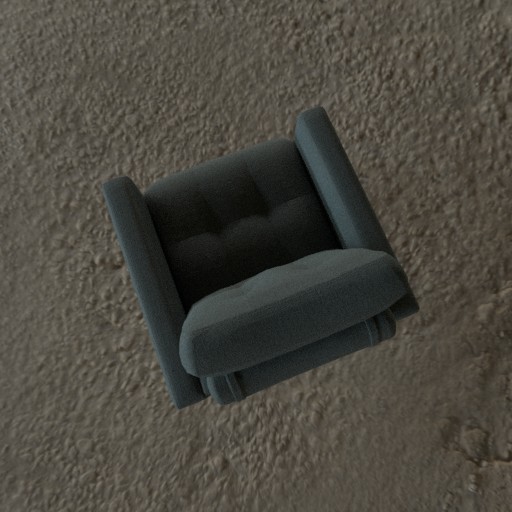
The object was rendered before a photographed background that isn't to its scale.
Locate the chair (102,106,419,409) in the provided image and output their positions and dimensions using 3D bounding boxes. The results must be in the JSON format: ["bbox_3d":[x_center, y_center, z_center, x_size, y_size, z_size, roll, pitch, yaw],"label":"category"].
[{"bbox_3d":[0.000,0.000,1.556,0.821,0.880,0.843,-21,77,-5],"label":"chair"}]
